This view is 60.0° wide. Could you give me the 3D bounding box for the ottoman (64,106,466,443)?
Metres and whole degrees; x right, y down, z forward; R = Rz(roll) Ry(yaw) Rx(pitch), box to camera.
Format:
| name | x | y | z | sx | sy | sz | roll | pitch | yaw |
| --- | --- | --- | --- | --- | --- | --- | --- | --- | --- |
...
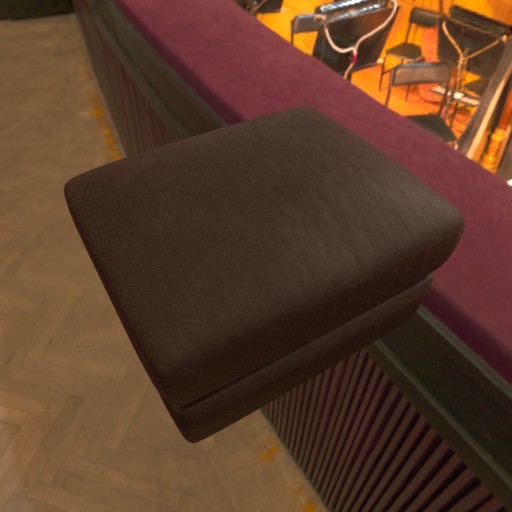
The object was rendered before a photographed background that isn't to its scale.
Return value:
| name | x | y | z | sx | sy | sz | roll | pitch | yaw |
| --- | --- | --- | --- | --- | --- | --- | --- | --- | --- |
| ottoman | 0.000 | 0.000 | 1.228 | 0.806 | 0.569 | 0.670 | -24 | 50 | -21 |
